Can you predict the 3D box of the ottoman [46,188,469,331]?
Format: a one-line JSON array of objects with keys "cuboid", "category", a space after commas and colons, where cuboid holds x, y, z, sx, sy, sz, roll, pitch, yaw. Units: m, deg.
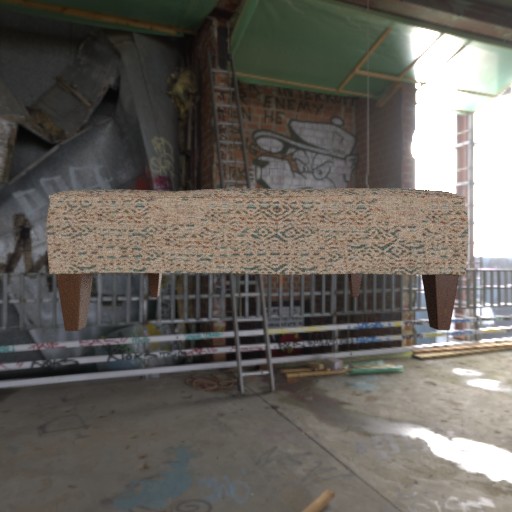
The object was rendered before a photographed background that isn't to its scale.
[{"cuboid": [0.000, 0.000, 1.503, 0.968, 0.356, 1.004, 0, 0, -1], "category": "ottoman"}]
